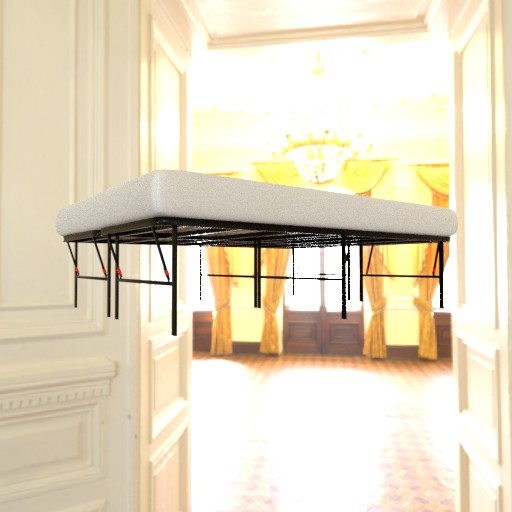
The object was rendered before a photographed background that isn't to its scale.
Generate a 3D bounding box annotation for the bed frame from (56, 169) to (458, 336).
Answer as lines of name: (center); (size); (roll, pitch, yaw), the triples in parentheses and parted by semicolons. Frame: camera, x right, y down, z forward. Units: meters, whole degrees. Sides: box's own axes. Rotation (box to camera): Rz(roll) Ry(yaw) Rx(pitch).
bed frame: (0.000, 0.000, 2.856); (2.151, 0.667, 1.584); (1, -2, -36)
